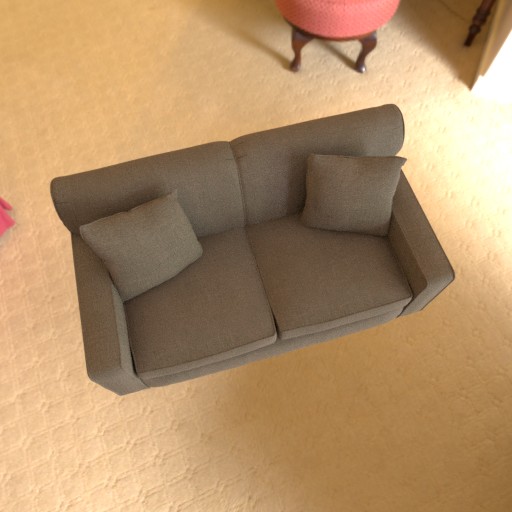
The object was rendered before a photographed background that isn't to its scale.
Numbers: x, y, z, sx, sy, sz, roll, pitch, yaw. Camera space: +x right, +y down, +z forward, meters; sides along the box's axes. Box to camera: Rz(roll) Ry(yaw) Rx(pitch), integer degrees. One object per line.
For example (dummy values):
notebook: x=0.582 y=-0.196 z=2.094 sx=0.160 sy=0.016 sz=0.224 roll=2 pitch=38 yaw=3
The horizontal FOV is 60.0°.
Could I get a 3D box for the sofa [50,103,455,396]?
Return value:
sofa: x=0.000 y=0.000 z=2.438 sx=1.846 sy=0.958 sz=1.000 roll=-14 pitch=65 yaw=-7
